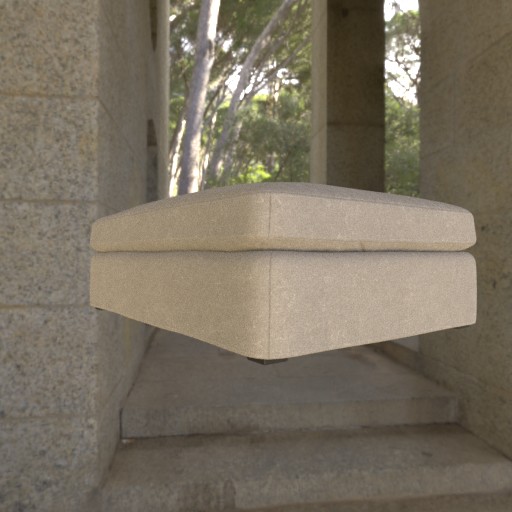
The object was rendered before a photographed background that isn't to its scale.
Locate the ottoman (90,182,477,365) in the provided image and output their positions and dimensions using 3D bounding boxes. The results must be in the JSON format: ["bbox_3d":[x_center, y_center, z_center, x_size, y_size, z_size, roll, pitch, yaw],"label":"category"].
[{"bbox_3d":[0.000,0.000,1.562,0.840,0.429,1.199,0,0,-36],"label":"ottoman"}]
